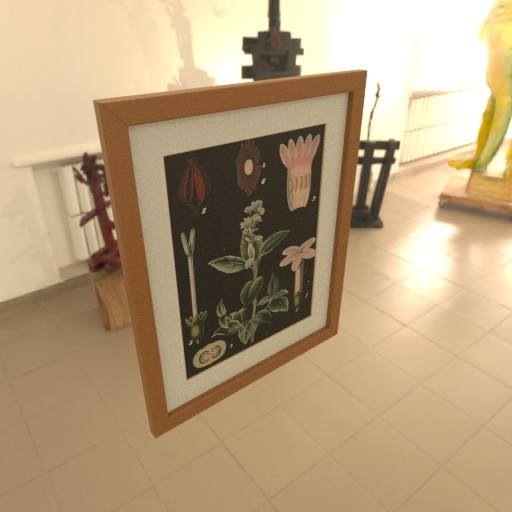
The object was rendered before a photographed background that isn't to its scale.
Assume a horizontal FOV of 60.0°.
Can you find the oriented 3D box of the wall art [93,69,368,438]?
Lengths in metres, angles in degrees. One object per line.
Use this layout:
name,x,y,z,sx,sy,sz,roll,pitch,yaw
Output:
wall art,0.000,0.000,0.514,0.310,0.379,0.015,-21,36,-32
